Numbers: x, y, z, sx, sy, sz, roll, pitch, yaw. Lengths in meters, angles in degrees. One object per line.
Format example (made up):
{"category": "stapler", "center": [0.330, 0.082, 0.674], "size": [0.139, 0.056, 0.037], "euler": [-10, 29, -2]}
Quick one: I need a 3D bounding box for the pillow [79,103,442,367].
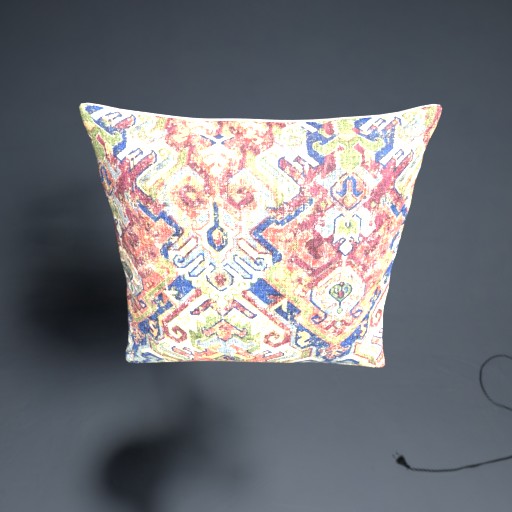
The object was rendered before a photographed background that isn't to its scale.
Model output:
{"category": "pillow", "center": [0.000, 0.000, 0.760], "size": [0.523, 0.506, 0.166], "euler": [1, 32, 1]}
